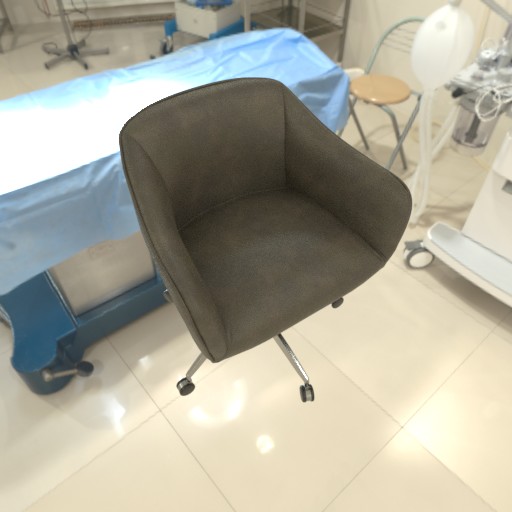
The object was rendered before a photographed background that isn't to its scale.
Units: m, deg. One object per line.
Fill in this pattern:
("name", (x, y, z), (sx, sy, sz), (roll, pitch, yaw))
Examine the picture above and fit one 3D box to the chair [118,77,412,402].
("chair", (0.000, 0.000, 1.369), (0.713, 0.827, 0.689), (-26, 52, -22))
